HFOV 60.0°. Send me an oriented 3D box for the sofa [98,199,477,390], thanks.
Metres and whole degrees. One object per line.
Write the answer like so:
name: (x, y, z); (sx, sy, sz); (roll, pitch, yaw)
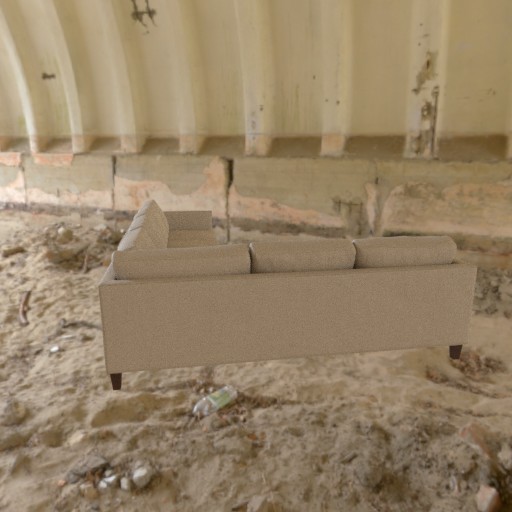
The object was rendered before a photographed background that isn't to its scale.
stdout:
sofa: (0.000, 0.000, 4.292); (2.432, 0.863, 3.182); (-2, 14, -10)
